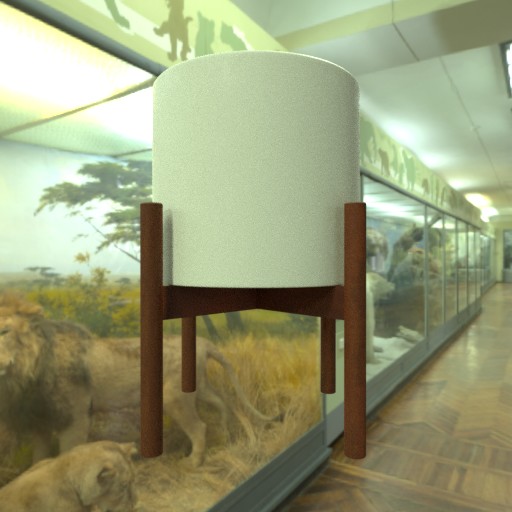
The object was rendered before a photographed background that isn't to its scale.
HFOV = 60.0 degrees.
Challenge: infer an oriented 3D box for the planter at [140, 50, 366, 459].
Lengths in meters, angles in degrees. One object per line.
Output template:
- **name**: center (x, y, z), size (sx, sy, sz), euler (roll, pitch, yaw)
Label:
- **planter**: center (0.000, 0.000, 0.492), size (0.224, 0.358, 0.224), euler (0, 0, 2)
